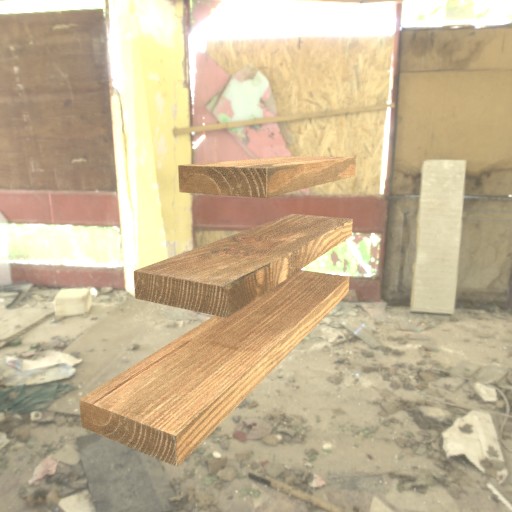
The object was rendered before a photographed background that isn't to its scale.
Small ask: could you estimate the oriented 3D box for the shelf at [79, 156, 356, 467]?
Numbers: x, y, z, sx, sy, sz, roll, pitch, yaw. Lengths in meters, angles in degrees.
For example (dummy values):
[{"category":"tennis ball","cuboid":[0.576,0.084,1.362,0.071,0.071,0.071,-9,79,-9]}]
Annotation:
[{"category":"shelf","cuboid":[0.000,0.000,0.712,0.140,0.293,0.610,8,17,27]}]
